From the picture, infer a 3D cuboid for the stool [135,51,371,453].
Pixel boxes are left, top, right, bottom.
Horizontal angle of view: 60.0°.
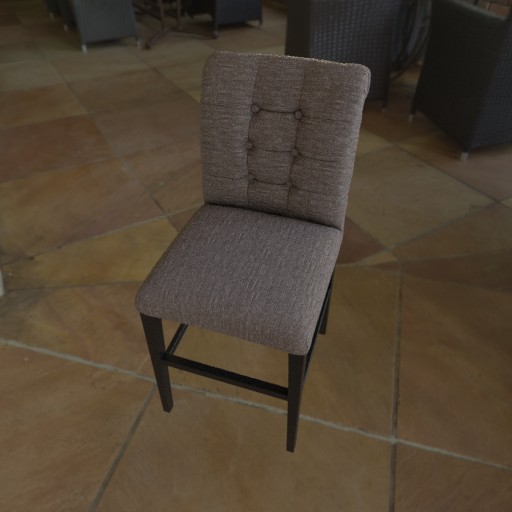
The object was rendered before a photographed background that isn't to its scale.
[{"bbox_3d":[0.000,0.000,1.296,0.457,0.970,0.611,12,41,14],"label":"stool"}]
